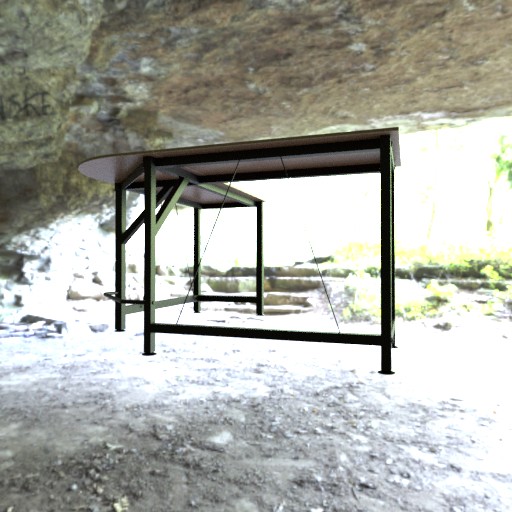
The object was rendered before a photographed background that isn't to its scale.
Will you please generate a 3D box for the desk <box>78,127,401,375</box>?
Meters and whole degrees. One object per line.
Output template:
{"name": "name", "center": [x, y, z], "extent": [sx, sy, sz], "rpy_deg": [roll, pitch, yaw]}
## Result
{"name": "desk", "center": [0.000, 0.000, 2.232], "extent": [1.400, 0.762, 1.400], "rpy_deg": [0, -1, 19]}
